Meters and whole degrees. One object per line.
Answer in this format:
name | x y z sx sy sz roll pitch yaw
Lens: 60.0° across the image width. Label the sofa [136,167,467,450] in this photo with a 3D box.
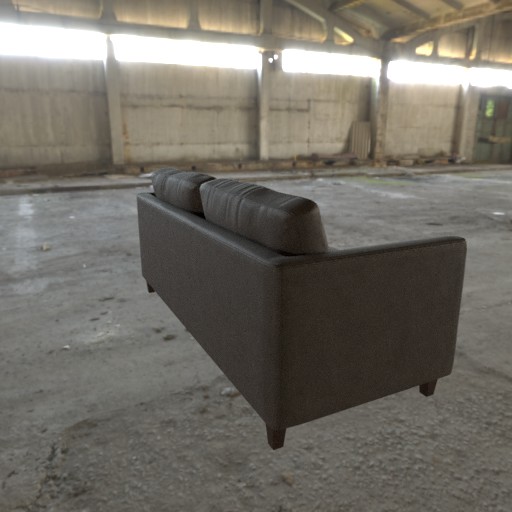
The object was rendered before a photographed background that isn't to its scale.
sofa | 0.000 0.000 2.651 0.951 0.965 2.208 -7 17 -26
